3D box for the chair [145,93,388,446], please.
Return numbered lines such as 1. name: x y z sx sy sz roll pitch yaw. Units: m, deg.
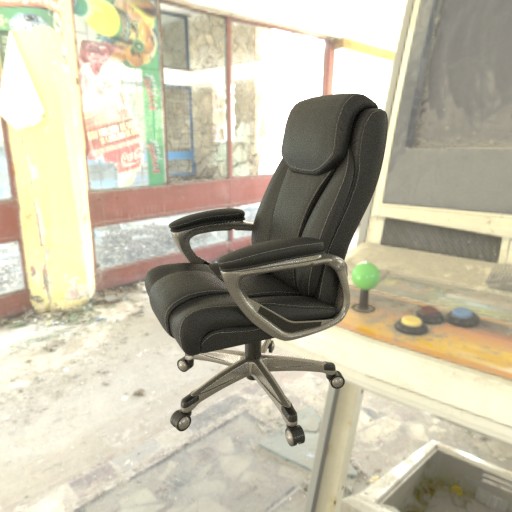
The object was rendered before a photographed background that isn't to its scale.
1. chair: 0.000 0.000 1.676 0.784 1.167 0.741 -7 17 -24
